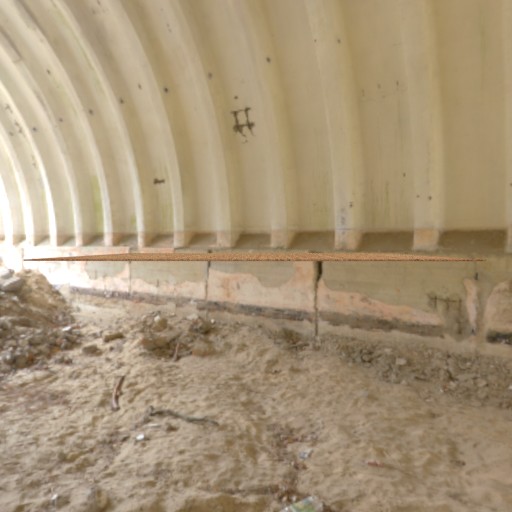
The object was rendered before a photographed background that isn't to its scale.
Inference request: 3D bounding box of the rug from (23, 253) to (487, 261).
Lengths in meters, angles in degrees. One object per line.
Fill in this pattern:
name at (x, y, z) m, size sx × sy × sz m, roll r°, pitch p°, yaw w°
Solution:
rug at (0.000, 0.000, 4.275) m, size 3.200 × 0.012 × 2.438 m, roll 0°, pitch 1°, yaw 1°
